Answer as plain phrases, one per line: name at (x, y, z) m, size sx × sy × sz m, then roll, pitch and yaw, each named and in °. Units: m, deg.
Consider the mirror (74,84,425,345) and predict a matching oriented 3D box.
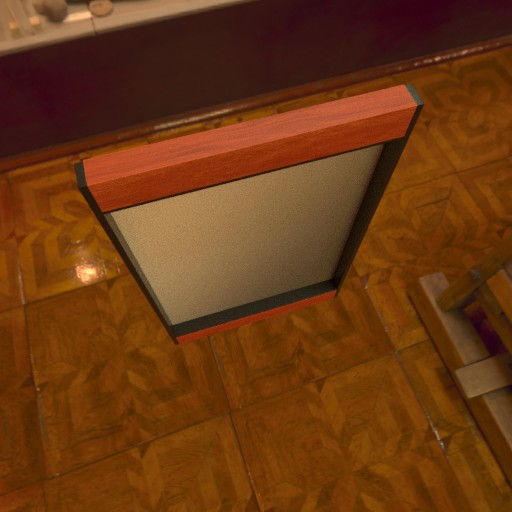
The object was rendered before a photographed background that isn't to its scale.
mirror at (0.000, 0.000, 1.019) m, size 0.525 × 0.823 × 0.047 m, roll -16°, pitch 65°, yaw -8°
